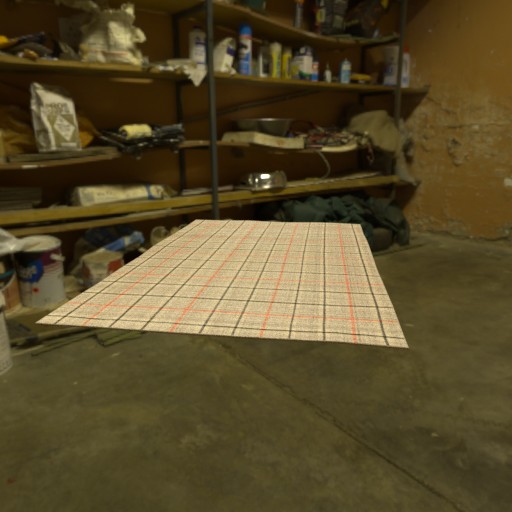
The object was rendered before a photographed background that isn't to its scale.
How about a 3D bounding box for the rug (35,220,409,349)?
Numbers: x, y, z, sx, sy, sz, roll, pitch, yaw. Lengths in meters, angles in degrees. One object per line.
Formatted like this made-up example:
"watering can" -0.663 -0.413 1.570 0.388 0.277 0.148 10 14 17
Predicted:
"rug" 0.000 0.000 2.928 1.524 0.015 2.439 2 15 8
